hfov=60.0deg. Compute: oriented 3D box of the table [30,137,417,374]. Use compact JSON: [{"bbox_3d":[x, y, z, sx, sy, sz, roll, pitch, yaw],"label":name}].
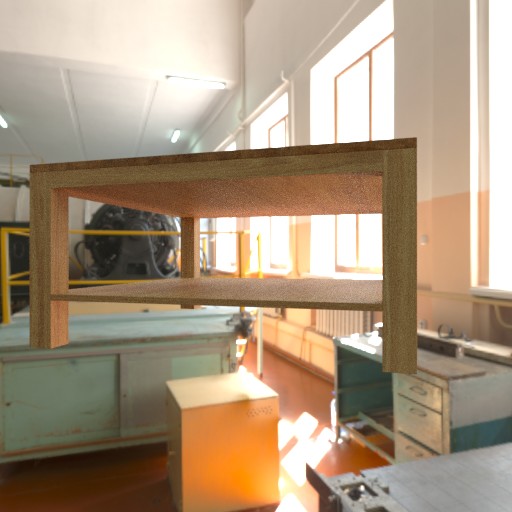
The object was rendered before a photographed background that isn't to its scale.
[{"bbox_3d":[0.000,0.000,1.398,0.900,0.450,0.900,0,0,16],"label":"table"}]
